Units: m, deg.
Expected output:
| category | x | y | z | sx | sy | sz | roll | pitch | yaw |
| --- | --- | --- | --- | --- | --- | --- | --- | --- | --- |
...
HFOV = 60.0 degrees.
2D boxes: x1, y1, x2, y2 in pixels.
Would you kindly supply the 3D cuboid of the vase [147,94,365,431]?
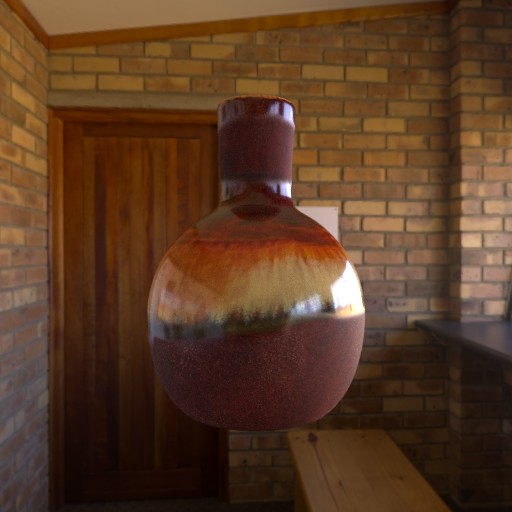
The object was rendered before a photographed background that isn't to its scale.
| category | x | y | z | sx | sy | sz | roll | pitch | yaw |
| --- | --- | --- | --- | --- | --- | --- | --- | --- | --- |
| vase | 0.000 | 0.000 | 0.232 | 0.111 | 0.154 | 0.111 | 0 | 1 | 0 |
